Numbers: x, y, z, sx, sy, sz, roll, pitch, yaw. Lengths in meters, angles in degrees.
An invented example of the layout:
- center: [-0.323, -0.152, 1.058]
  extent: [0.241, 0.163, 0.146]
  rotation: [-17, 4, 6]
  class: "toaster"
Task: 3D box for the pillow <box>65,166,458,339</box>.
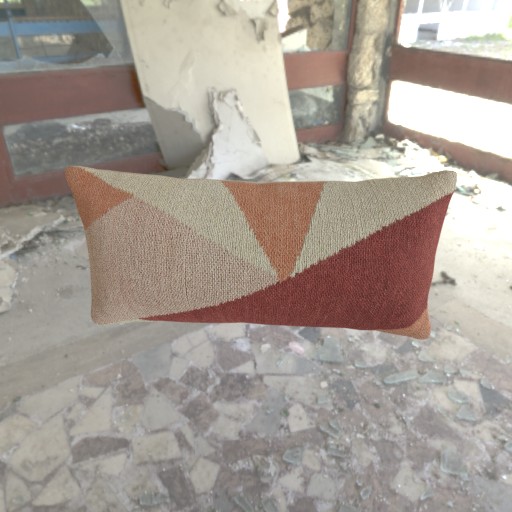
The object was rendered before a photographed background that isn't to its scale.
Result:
- center: [0.000, 0.000, 0.734]
  extent: [0.609, 0.292, 0.155]
  rotation: [2, 31, 3]
  class: "pillow"
